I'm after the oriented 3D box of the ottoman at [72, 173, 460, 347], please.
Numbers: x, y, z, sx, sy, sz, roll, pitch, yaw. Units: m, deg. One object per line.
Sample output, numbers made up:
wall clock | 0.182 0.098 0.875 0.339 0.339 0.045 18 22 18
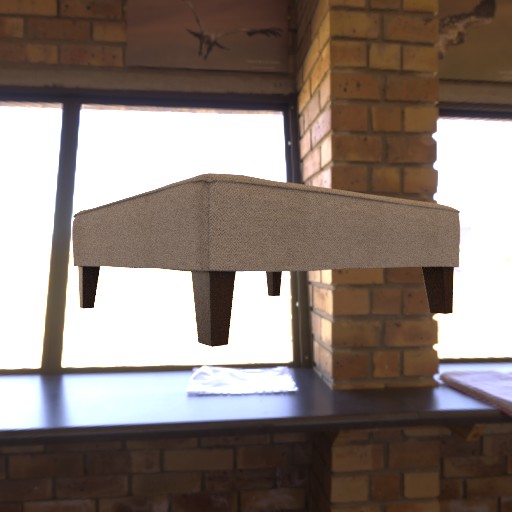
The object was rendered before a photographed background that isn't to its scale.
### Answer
ottoman | 0.000 0.000 1.544 0.982 0.381 0.973 0 -1 -37
